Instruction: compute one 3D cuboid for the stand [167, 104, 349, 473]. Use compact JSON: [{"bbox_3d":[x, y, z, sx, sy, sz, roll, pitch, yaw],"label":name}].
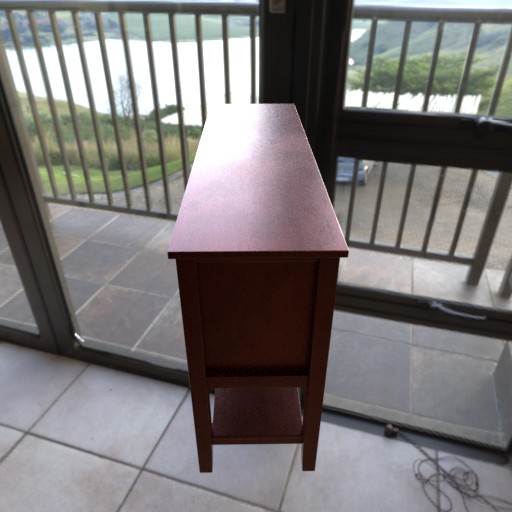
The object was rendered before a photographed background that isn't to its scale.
[{"bbox_3d":[0.000,0.000,1.778,0.410,0.872,1.362,0,32,-1],"label":"stand"}]
